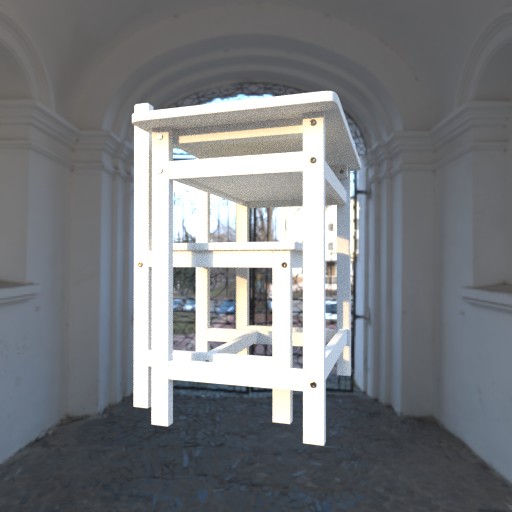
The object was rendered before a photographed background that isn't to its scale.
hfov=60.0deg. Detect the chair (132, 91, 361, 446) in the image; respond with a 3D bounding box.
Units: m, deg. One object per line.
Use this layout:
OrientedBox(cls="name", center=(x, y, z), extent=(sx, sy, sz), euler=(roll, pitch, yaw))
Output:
OrientedBox(cls="chair", center=(0.000, 0.000, 1.078), extent=(0.461, 0.673, 0.599), euler=(0, -1, 17))
